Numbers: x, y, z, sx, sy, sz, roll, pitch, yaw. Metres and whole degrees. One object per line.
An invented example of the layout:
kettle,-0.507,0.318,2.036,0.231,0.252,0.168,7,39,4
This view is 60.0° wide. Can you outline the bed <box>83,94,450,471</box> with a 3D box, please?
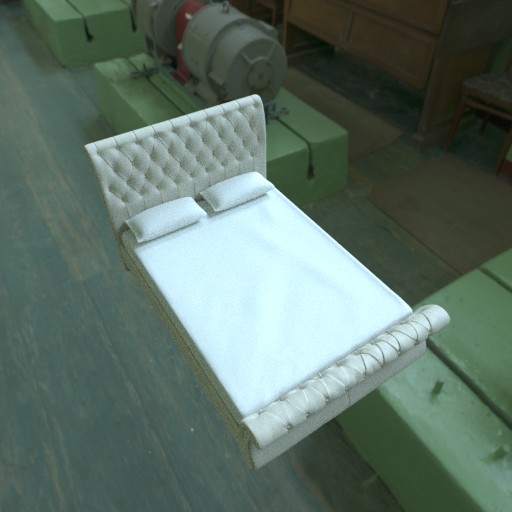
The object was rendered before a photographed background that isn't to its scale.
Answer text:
bed,0.000,0.000,3.463,1.606,1.268,2.493,-25,50,-23
